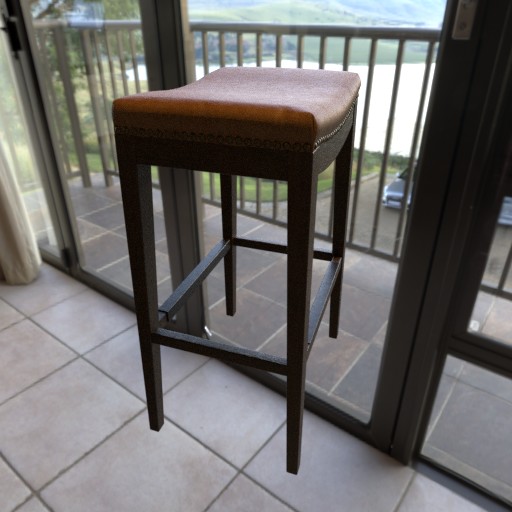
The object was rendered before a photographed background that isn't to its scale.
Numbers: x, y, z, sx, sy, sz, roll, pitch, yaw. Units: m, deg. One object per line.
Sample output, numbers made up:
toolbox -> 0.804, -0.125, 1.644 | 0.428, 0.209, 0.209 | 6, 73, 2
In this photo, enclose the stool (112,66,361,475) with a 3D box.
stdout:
stool -> 0.000, 0.000, 1.023 | 0.361, 0.759, 0.500 | 10, 31, 17
